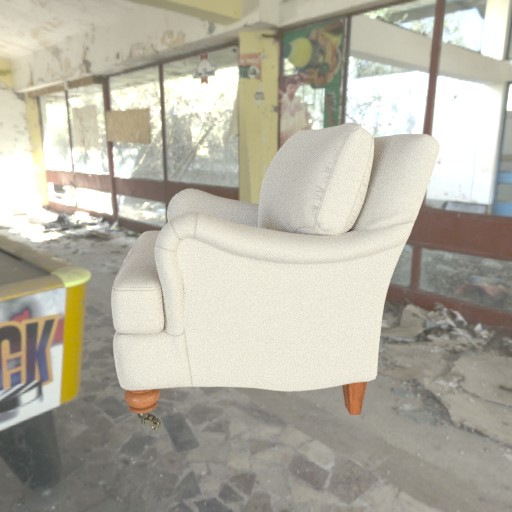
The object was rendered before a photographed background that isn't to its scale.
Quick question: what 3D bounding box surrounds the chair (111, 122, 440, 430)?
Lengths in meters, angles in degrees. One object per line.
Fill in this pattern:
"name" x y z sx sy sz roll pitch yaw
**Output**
"chair" 0.000 0.000 1.849 1.070 1.038 0.955 -2 14 -8
